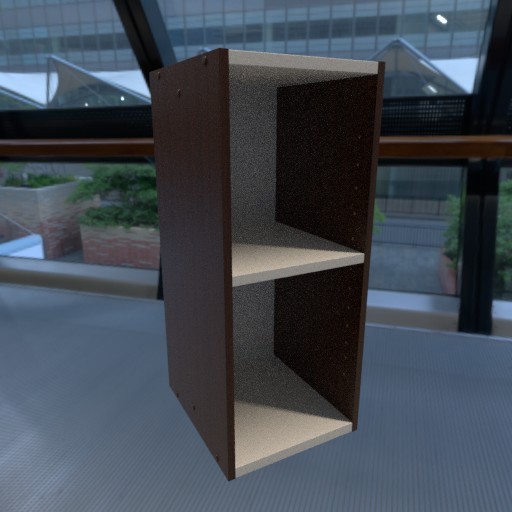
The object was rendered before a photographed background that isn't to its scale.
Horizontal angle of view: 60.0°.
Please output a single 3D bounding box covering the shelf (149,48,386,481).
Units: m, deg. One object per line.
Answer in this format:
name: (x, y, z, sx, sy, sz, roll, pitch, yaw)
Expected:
shelf: (0.000, 0.000, 0.762, 0.253, 0.600, 0.290, -9, 19, -27)
